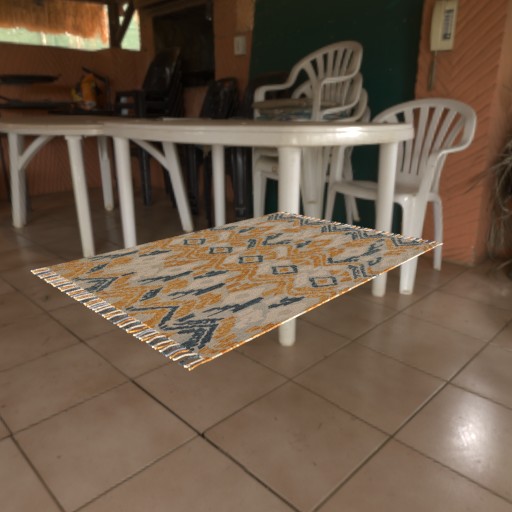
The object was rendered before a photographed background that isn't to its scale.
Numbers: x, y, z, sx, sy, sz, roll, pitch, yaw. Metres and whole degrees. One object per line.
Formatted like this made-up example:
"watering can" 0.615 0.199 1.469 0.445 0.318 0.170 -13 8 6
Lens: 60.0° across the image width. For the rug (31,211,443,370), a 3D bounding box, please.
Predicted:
"rug" 0.000 0.000 2.326 1.230 0.008 1.827 17 25 41
